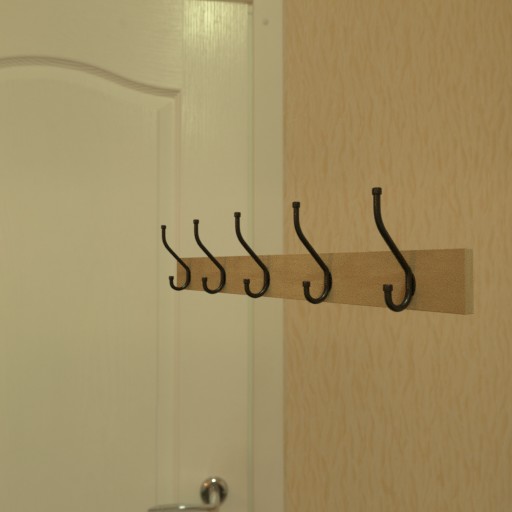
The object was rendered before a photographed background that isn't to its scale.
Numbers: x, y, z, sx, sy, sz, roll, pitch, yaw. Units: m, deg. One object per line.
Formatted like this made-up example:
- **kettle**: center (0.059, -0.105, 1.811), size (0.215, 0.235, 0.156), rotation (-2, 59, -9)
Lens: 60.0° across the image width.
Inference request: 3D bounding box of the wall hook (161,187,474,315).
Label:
- **wall hook**: center (0.000, 0.000, 0.613), size (0.071, 0.117, 0.571), rotation (1, -2, -36)
